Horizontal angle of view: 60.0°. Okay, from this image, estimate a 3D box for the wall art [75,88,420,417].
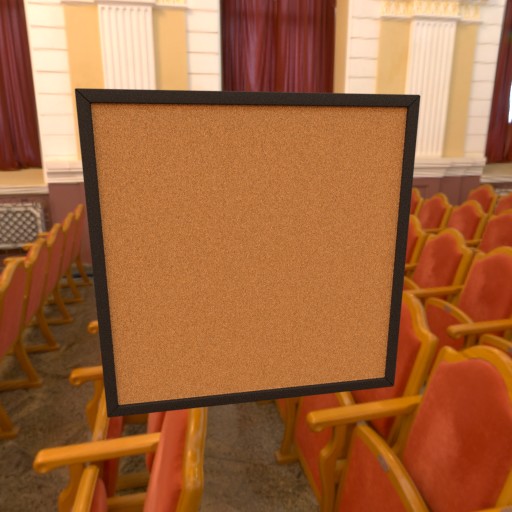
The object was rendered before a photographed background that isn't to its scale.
[{"bbox_3d":[0.000,0.000,0.441,0.305,0.305,0.037,-3,15,-10],"label":"wall art"}]
